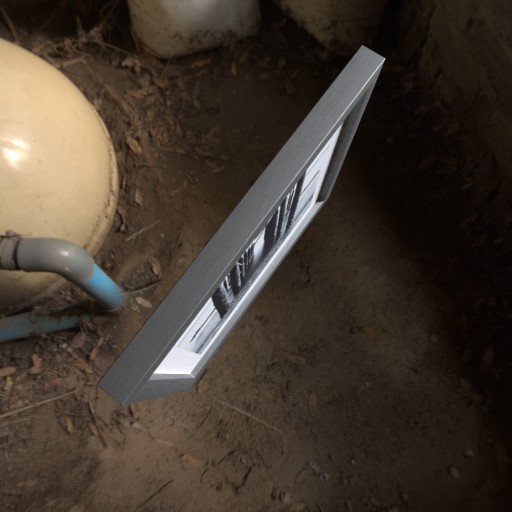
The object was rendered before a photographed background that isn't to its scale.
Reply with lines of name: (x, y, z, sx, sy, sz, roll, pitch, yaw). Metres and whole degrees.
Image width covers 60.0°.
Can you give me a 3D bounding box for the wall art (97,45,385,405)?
wall art: (0.000, 0.000, 0.536, 0.028, 0.330, 0.380, 35, 78, 9)
